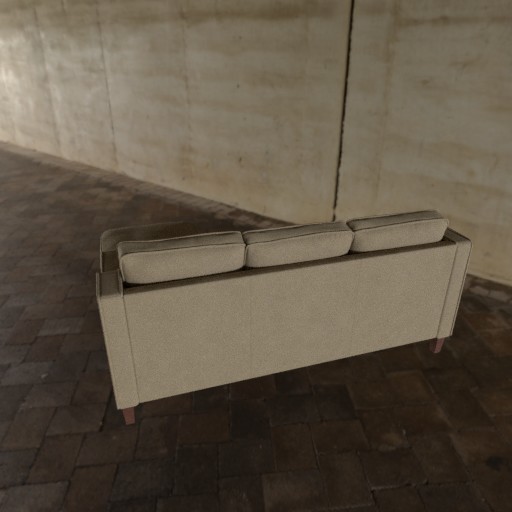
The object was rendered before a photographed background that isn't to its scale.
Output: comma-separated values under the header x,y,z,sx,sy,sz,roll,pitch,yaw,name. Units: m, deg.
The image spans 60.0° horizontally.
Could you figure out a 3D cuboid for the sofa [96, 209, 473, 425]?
x,y,z,sx,sy,sz,roll,pitch,yaw,name
0.000,0.000,3.440,2.317,1.066,1.858,-8,27,-16,sofa
